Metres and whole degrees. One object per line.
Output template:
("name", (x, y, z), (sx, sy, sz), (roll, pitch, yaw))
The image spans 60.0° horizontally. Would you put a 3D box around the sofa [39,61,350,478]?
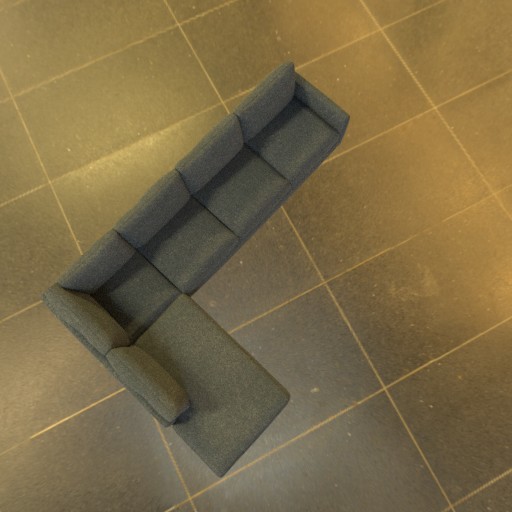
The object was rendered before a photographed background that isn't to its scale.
("sofa", (0.000, 0.000, 3.763), (2.007, 0.815, 2.949), (42, 80, 9))
